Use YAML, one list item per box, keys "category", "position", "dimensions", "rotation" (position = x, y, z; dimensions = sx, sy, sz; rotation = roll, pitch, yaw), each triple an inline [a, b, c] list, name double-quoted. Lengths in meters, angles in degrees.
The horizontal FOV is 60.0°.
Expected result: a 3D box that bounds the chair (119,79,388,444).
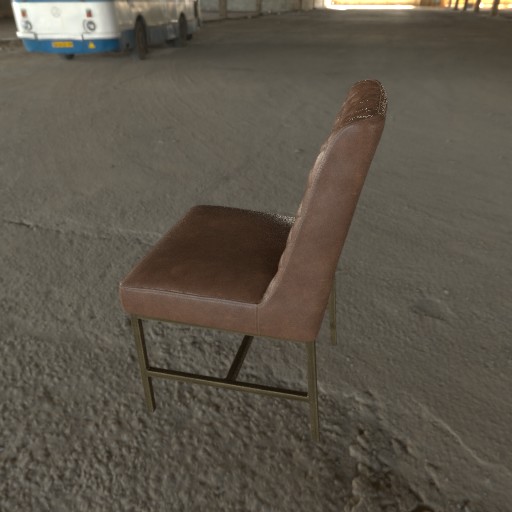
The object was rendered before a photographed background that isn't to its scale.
- category: "chair"
  position: [0.000, 0.000, 1.234]
  dimensions: [0.587, 0.889, 0.508]
  rotation: [8, 31, 13]
